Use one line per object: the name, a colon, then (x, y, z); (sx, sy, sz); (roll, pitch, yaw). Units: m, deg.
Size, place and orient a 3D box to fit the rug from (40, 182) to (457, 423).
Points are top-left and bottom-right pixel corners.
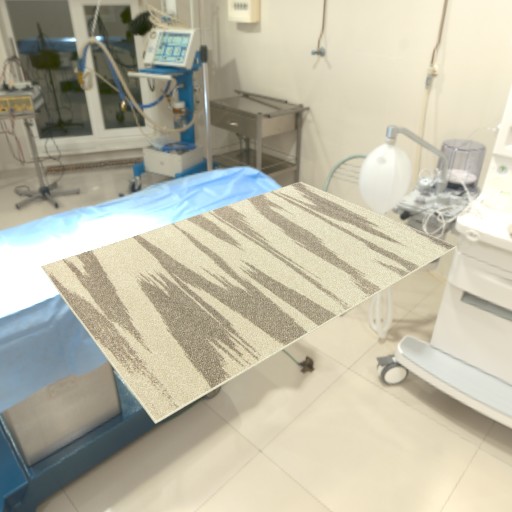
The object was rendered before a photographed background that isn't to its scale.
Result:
rug: (0.000, 0.000, 2.322); (1.827, 0.008, 1.225); (-23, 38, -33)
